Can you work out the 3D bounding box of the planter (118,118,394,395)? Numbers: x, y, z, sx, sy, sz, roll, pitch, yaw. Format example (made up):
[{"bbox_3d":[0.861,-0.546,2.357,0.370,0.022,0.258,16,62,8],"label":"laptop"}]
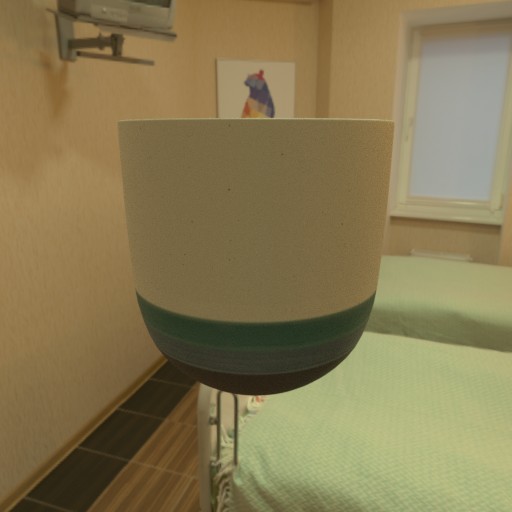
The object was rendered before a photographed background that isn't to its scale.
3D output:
[{"bbox_3d":[0.000,0.000,0.369,0.204,0.214,0.204,0,16,0],"label":"planter"}]
